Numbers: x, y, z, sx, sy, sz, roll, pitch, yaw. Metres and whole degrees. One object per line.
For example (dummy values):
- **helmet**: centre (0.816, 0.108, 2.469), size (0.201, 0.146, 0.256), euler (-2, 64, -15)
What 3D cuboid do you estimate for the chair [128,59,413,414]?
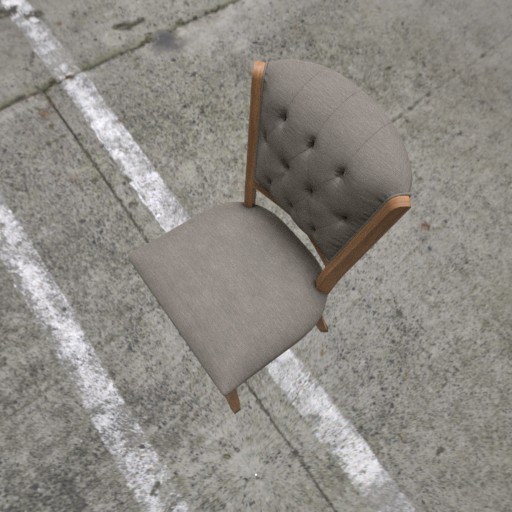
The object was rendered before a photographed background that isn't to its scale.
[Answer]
- **chair**: centre (0.000, 0.000, 1.256), size (0.584, 0.905, 0.513), euler (-34, 68, -15)
